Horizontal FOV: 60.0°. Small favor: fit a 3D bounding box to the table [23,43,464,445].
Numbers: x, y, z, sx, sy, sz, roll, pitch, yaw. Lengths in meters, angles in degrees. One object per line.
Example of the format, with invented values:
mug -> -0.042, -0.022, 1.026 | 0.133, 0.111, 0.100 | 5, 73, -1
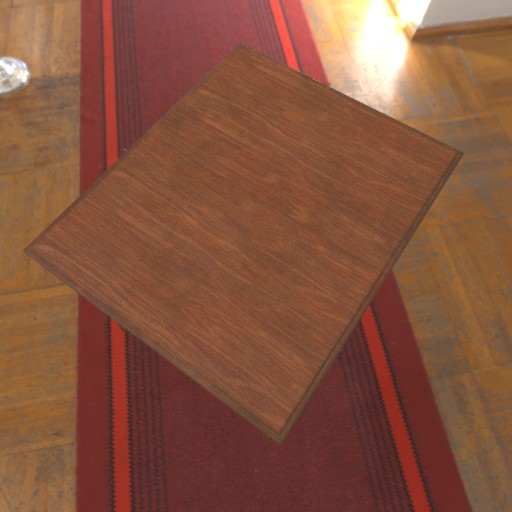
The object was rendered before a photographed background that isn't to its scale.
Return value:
table -> 0.000, 0.000, 1.600 | 0.838, 0.761, 0.991 | 32, 68, 15
